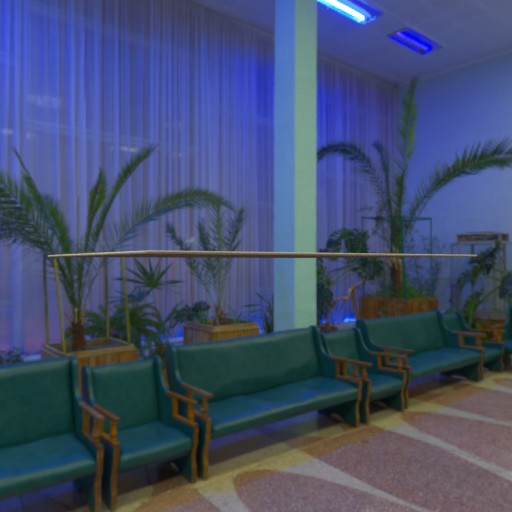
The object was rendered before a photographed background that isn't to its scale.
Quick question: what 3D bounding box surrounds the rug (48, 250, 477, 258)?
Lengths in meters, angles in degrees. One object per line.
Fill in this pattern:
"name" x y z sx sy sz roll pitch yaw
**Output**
"rug" 0.000 0.000 4.008 3.039 0.018 2.462 0 -1 -35
